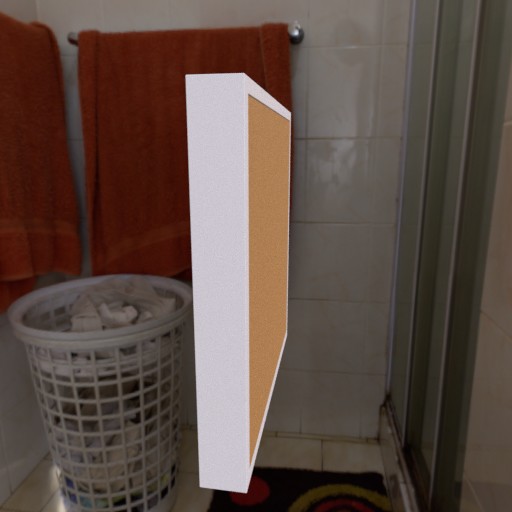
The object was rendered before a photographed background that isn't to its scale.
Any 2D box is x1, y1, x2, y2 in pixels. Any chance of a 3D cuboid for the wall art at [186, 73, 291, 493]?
[{"bbox_3d":[0.000,0.000,0.457,0.038,0.305,0.305,2,14,9],"label":"wall art"}]
